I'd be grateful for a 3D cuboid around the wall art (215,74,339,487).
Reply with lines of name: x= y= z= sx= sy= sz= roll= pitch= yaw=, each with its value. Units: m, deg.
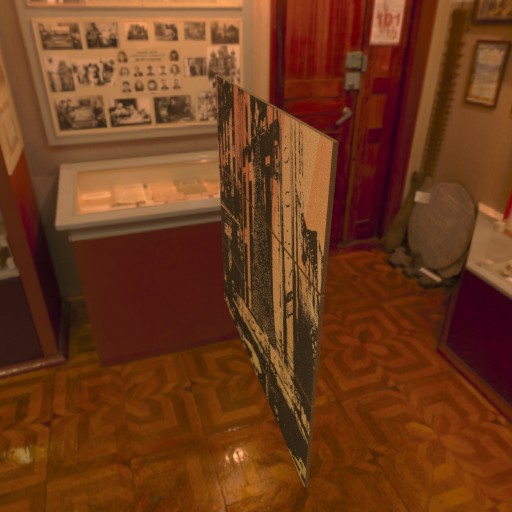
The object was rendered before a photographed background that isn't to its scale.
wall art: x=0.000 y=0.000 z=1.773 sx=0.013 sy=1.216 sz=1.216 roll=-8 pitch=30 yaw=-15
